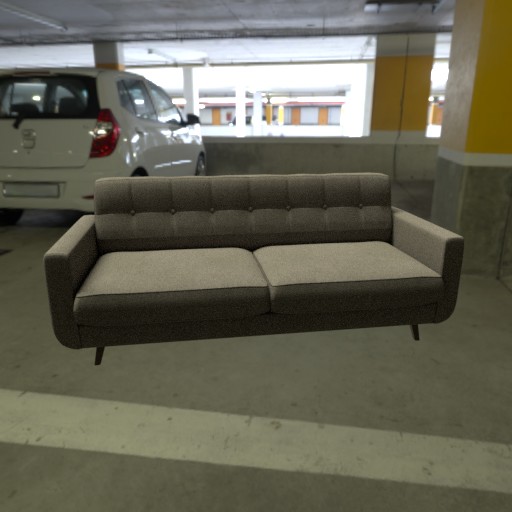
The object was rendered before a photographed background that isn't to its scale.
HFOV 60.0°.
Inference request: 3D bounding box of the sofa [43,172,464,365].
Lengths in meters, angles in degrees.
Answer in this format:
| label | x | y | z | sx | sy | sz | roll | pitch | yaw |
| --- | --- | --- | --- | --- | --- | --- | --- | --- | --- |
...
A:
| label | x | y | z | sx | sy | sz | roll | pitch | yaw |
| --- | --- | --- | --- | --- | --- | --- | --- | --- | --- |
| sofa | 0.000 | 0.000 | 2.509 | 2.029 | 0.841 | 0.909 | -3 | 17 | -8 |
